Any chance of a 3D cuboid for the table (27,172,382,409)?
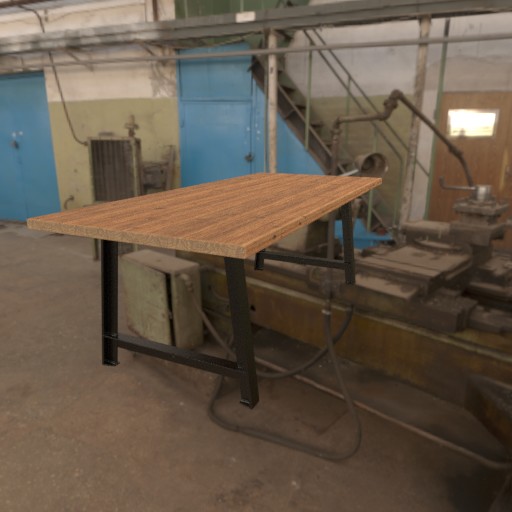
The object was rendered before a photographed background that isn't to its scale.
[{"bbox_3d":[0.000,0.000,2.638,1.000,0.757,2.200,8,18,25],"label":"table"}]
